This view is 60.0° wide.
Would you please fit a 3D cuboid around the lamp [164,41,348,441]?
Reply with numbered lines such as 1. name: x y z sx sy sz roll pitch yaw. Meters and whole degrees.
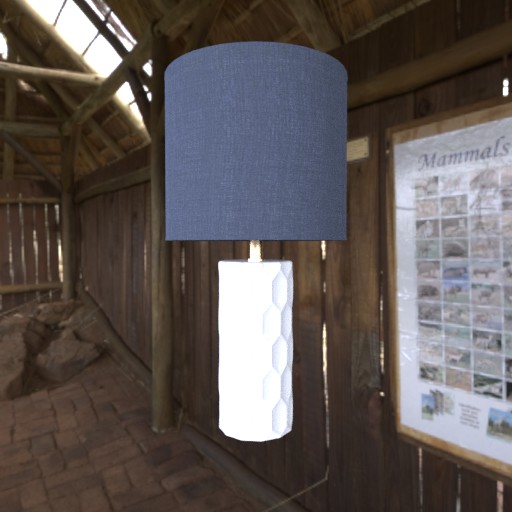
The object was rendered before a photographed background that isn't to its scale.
1. lamp: 0.000 0.000 0.691 0.277 0.537 0.277 1 2 36
